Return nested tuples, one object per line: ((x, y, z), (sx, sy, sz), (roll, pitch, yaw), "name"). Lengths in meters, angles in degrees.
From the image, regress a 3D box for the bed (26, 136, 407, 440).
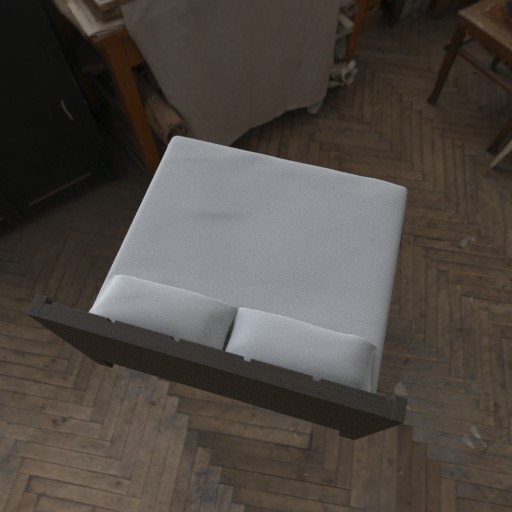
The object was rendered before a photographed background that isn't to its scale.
((0.000, 0.000, 3.375), (2.134, 1.270, 2.012), (14, 65, 7), "bed")
